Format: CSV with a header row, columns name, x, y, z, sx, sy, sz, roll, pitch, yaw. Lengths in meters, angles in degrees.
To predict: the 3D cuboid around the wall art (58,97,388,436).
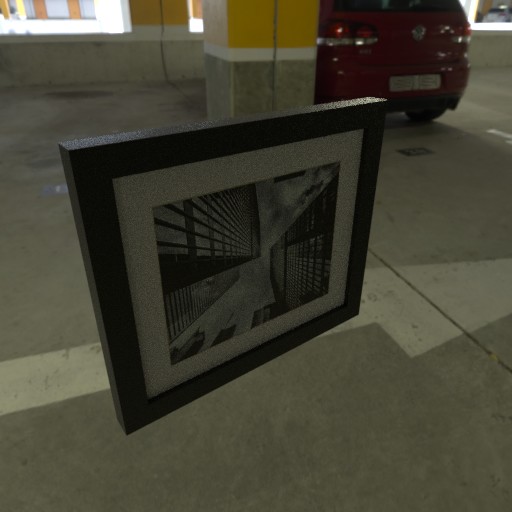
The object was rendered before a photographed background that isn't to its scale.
name,x,y,z,sx,sy,sz,roll,pitch,yaw
wall art,0.000,0.000,0.527,0.381,0.321,0.028,-20,34,-32
